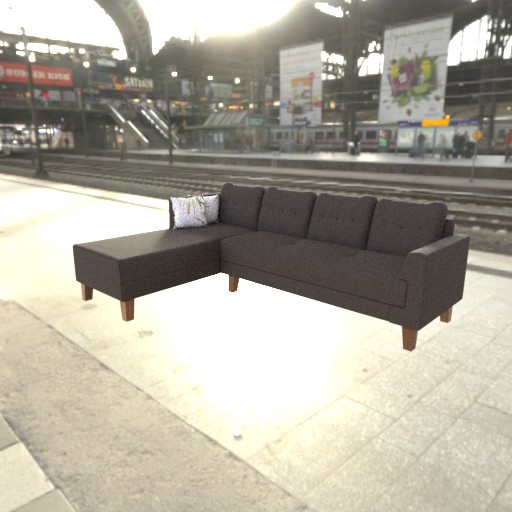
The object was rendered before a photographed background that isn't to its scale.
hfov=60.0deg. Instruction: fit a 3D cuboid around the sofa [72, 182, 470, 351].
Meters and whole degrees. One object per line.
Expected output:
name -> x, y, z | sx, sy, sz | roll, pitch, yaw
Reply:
sofa -> 0.000, 0.000, 3.588 | 2.679, 0.932, 1.829 | 13, 20, 41
